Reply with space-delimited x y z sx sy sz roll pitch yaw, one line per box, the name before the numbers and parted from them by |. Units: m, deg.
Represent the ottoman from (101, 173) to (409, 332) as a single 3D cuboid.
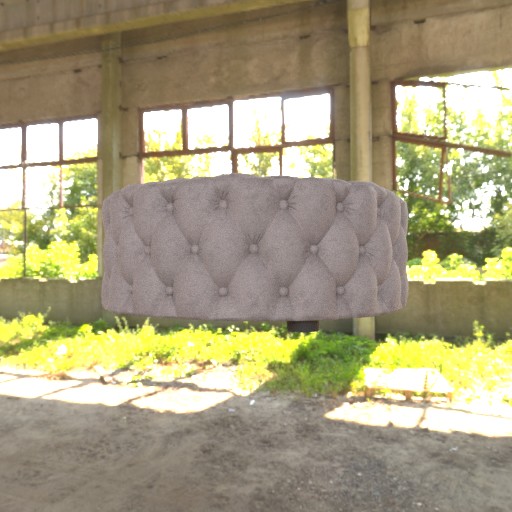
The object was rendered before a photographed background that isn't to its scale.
ottoman | 0.000 0.000 1.518 0.998 0.399 0.998 0 -1 0
